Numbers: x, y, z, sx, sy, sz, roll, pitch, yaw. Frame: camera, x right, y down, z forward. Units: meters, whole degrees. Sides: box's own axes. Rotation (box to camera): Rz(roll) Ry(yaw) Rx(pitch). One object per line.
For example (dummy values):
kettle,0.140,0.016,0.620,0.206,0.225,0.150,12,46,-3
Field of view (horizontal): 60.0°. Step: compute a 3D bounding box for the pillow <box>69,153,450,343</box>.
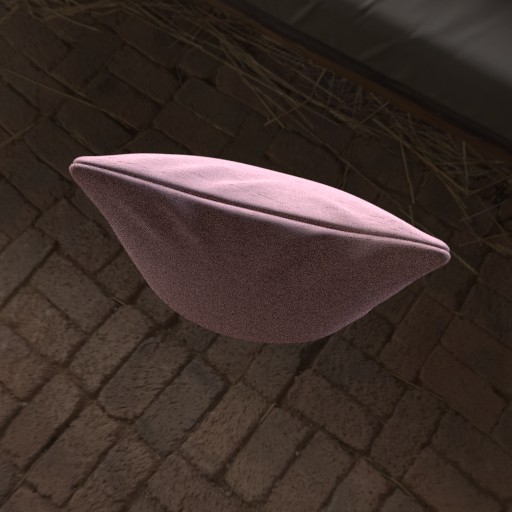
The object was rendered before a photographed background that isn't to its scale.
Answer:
pillow,0.000,0.000,0.673,0.432,0.415,0.246,14,75,4
